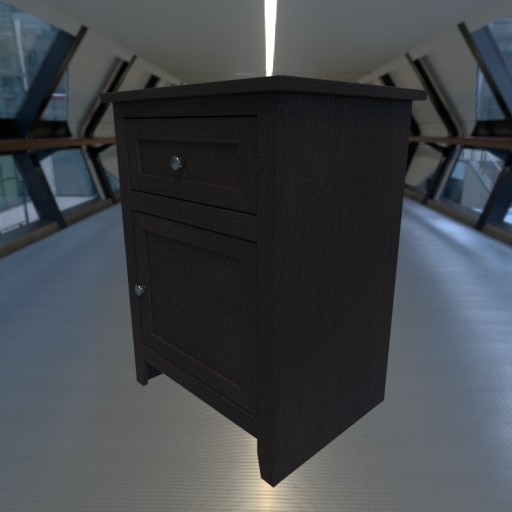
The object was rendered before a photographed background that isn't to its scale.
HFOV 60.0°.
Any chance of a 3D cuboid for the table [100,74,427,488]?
[{"bbox_3d":[0.000,0.000,0.913,0.381,0.635,0.480,-16,23,-42],"label":"table"}]
